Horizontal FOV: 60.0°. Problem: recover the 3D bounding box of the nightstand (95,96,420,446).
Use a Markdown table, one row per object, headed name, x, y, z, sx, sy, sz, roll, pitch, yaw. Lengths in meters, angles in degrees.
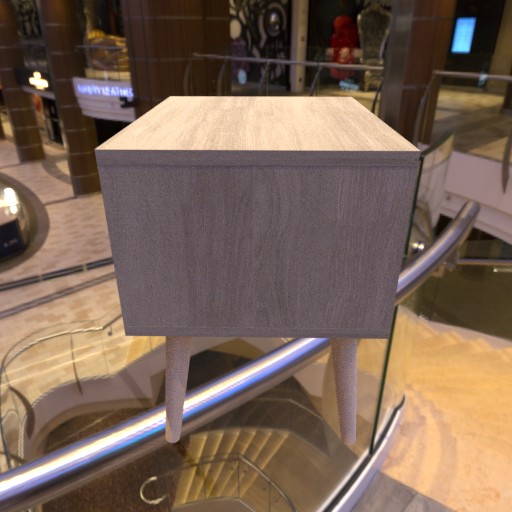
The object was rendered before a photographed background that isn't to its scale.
| name | x | y | z | sx | sy | sz | roll | pitch | yaw |
| --- | --- | --- | --- | --- | --- | --- | --- | --- | --- |
| nightstand | 0.000 | 0.000 | 0.818 | 0.380 | 0.500 | 0.450 | 1 | 27 | 1 |
